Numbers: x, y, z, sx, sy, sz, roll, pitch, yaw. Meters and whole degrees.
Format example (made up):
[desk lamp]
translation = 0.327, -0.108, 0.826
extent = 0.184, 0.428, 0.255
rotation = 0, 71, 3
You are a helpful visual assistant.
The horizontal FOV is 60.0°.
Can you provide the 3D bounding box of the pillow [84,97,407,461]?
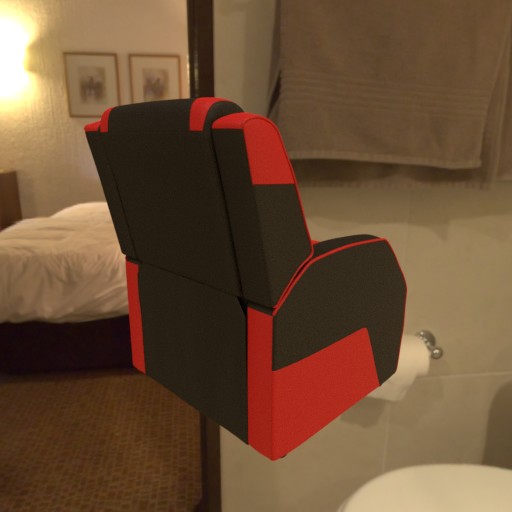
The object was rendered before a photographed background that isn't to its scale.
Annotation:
[pillow]
translation = 0.000, 0.000, 1.261
extent = 0.672, 0.805, 0.620
rotation = -14, 21, -43
